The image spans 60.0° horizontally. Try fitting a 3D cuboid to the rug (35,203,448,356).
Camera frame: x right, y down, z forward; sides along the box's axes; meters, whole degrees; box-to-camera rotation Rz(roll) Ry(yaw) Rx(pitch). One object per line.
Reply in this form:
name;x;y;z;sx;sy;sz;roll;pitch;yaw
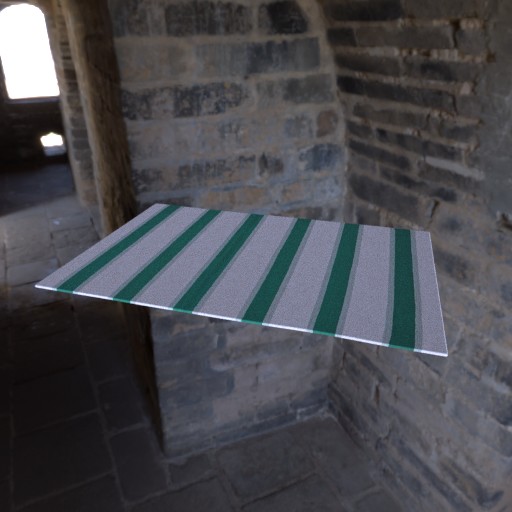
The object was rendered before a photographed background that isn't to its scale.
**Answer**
rug;0.000;0.000;2.387;1.829;0.012;1.210;7;27;15
